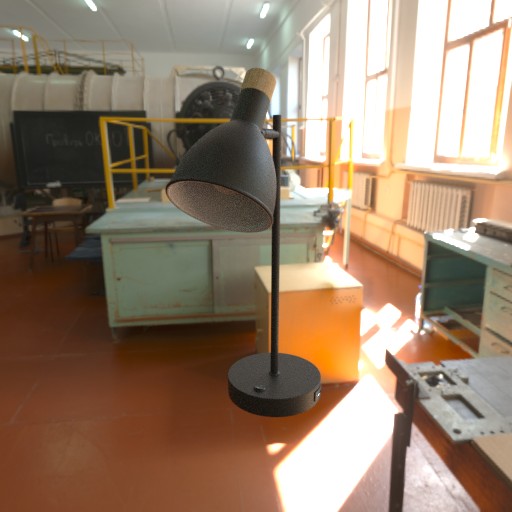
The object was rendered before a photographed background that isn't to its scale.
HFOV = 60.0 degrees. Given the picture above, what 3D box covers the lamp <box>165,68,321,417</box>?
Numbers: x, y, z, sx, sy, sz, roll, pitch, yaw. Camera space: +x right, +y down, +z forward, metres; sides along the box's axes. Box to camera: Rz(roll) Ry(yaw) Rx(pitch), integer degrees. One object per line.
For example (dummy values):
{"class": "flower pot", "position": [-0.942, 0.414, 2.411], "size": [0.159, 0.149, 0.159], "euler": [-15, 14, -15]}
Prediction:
{"class": "lamp", "position": [0.000, 0.000, 0.610], "size": [0.152, 0.483, 0.287], "euler": [7, 16, 27]}
